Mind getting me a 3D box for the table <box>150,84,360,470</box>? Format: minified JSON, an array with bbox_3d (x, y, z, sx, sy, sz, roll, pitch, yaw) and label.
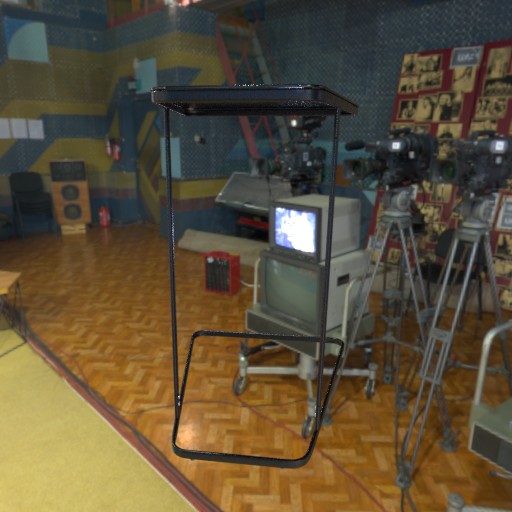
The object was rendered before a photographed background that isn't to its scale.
[{"bbox_3d":[0.000,0.000,0.931,0.427,0.624,0.500,2,15,7],"label":"table"}]
